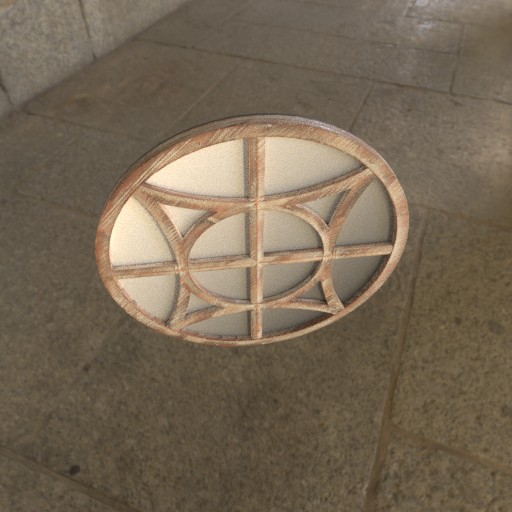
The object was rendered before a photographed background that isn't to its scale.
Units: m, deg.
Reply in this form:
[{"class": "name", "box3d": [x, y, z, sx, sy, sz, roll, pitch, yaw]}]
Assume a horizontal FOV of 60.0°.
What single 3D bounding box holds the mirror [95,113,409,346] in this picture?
[{"class": "mirror", "box3d": [0.000, 0.000, 1.042, 0.710, 0.710, 0.038, -5, 47, -5]}]
